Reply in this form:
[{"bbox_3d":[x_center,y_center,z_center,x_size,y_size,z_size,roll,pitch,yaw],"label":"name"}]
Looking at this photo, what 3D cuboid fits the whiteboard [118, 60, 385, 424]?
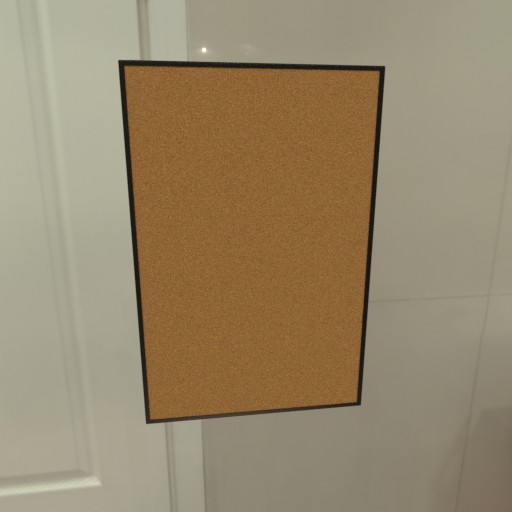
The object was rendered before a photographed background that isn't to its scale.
[{"bbox_3d":[0.000,0.000,0.761,0.406,0.611,0.026,-2,16,-8],"label":"whiteboard"}]
